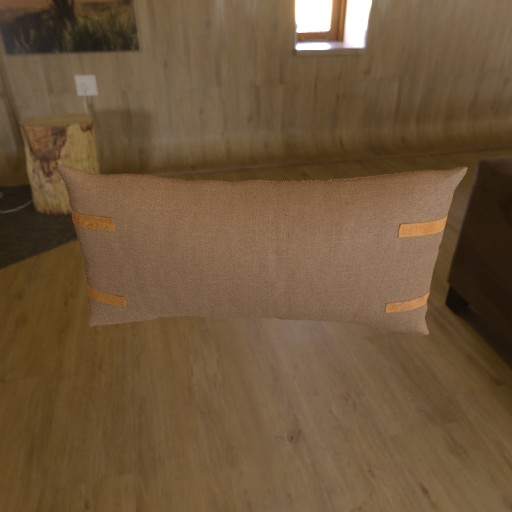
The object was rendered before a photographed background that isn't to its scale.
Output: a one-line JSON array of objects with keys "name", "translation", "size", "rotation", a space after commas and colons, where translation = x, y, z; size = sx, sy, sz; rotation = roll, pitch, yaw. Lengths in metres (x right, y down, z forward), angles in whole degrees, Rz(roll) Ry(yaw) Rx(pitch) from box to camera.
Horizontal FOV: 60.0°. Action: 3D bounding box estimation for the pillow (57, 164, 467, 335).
[{"name": "pillow", "translation": [0.000, 0.000, 0.720], "size": [0.612, 0.308, 0.148], "rotation": [1, 30, 2]}]
